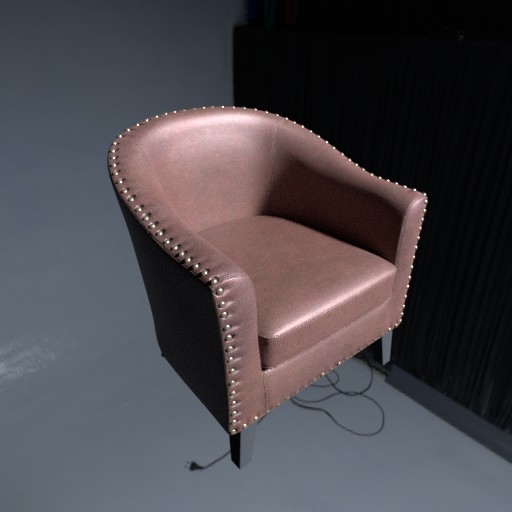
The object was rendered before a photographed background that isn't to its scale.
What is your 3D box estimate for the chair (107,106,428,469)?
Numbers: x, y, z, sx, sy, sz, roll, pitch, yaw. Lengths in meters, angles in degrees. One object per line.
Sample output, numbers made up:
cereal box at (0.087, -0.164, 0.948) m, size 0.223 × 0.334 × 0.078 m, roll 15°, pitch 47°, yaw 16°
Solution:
chair at (0.000, 0.000, 1.440) m, size 0.794 × 0.823 × 0.748 m, roll -22°, pitch 36°, yaw -34°
